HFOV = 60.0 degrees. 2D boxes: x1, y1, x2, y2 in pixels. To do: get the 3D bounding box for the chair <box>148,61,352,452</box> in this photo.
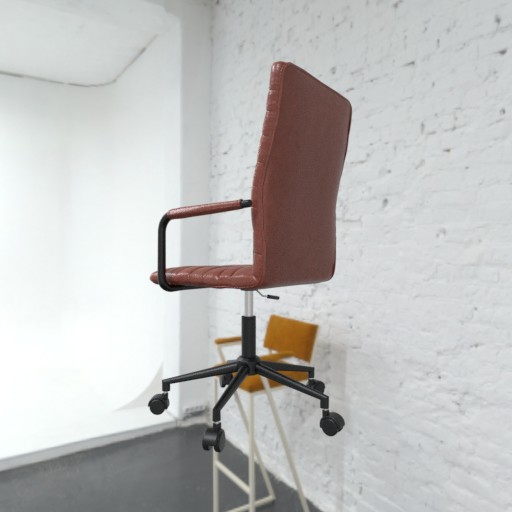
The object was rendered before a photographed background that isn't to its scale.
[{"bbox_3d":[0.000,0.000,1.372,0.580,0.979,0.608,0,0,36],"label":"chair"}]
